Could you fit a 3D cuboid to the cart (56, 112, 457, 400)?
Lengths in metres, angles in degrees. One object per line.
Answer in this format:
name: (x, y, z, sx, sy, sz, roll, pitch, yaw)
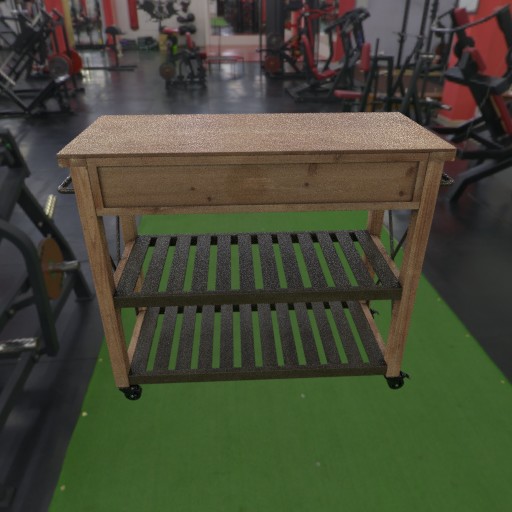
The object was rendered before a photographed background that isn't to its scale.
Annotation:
cart: (0.000, 0.000, 0.977, 0.686, 0.554, 0.298, -1, 29, -3)
